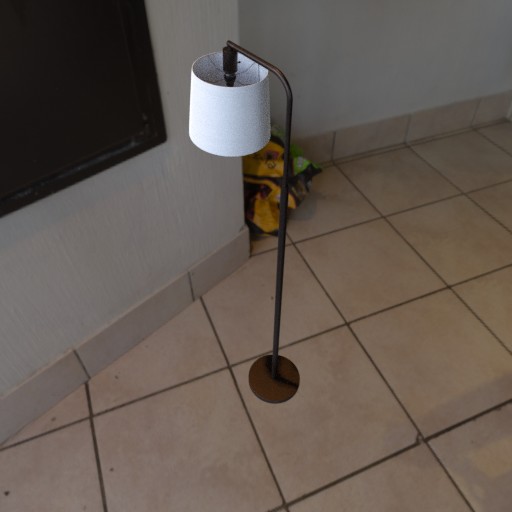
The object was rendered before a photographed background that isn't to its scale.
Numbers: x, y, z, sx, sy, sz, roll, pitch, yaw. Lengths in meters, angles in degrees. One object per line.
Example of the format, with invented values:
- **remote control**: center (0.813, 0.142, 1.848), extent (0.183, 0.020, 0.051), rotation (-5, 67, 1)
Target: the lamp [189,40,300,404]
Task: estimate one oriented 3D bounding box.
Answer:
- **lamp**: center (0.000, 0.000, 1.659), extent (0.254, 1.478, 0.508), rotation (-32, 53, -27)
